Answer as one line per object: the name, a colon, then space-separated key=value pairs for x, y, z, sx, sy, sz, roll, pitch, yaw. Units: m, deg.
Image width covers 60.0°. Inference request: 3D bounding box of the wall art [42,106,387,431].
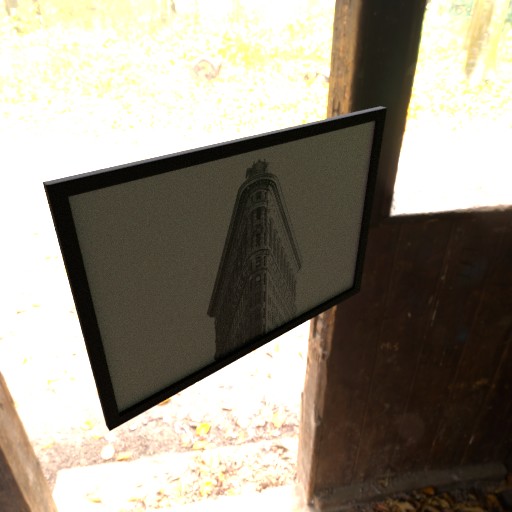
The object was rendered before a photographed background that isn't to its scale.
wall art: x=0.000 y=0.000 z=1.208 sx=0.958 sy=0.656 sz=0.026 roll=-22 pitch=37 yaw=-32
